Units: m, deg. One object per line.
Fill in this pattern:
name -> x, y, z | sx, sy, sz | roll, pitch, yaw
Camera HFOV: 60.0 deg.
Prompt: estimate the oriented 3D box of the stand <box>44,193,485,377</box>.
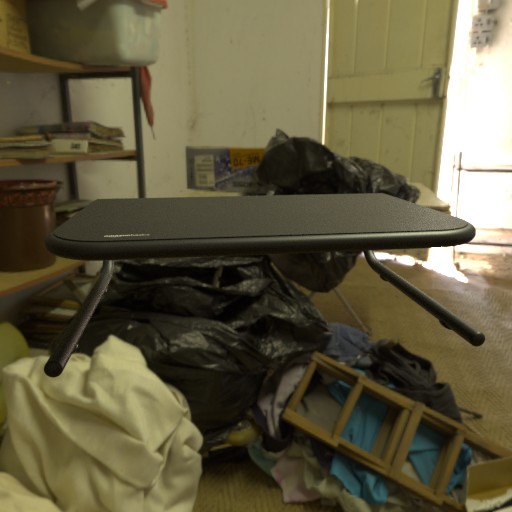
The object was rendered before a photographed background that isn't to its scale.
stand -> 0.000, 0.000, 0.483 | 0.370, 0.108, 0.280 | -2, 16, -8
